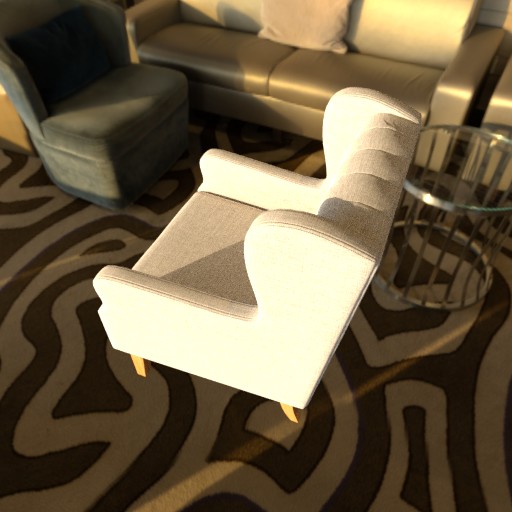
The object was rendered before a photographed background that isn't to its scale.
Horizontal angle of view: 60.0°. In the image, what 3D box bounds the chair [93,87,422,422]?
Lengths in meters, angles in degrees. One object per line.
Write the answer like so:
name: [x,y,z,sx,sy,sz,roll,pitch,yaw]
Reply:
chair: [0.000,0.000,1.437,0.760,0.930,0.710,17,48,15]
